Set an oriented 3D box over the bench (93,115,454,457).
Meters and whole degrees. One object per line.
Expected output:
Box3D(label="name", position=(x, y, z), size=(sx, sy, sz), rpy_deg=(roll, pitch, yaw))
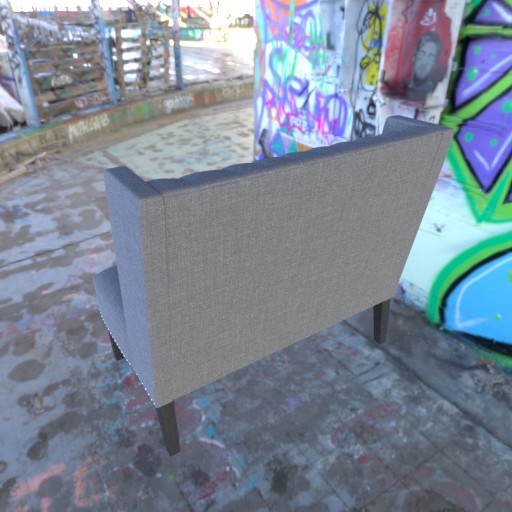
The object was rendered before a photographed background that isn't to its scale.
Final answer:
Box3D(label="bench", position=(0.000, 0.000, 1.957), size=(1.276, 1.121, 0.842), rpy_deg=(-18, 35, -29))
